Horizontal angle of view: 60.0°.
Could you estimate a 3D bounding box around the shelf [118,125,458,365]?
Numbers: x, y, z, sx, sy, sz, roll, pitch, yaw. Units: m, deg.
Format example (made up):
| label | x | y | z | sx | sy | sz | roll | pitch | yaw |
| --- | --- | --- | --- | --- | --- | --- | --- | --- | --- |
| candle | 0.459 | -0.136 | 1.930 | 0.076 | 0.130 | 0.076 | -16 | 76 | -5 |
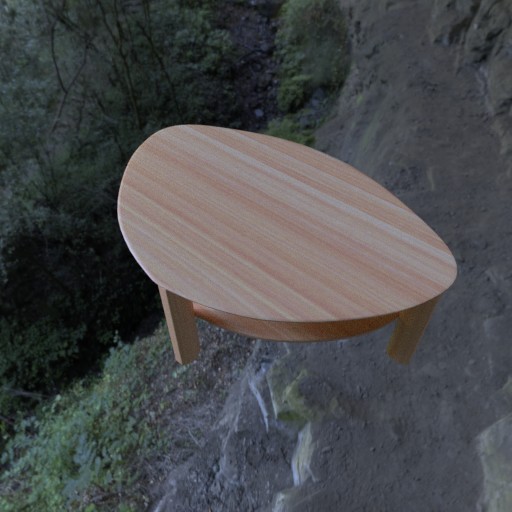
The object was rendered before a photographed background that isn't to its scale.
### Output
| label | x | y | z | sx | sy | sz | roll | pitch | yaw |
| --- | --- | --- | --- | --- | --- | --- | --- | --- | --- |
| shelf | 0.000 | 0.000 | 1.608 | 1.246 | 0.440 | 0.845 | 32 | 53 | 27 |
